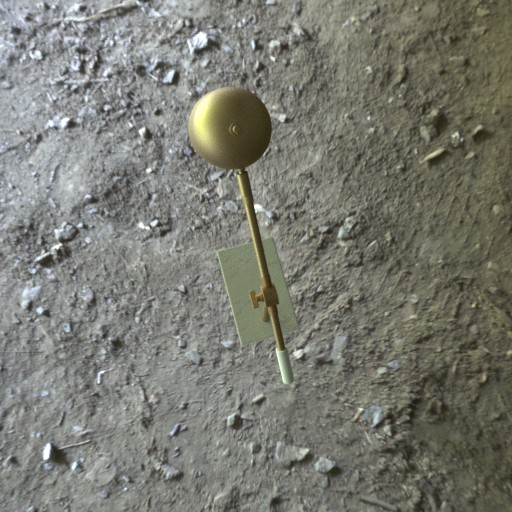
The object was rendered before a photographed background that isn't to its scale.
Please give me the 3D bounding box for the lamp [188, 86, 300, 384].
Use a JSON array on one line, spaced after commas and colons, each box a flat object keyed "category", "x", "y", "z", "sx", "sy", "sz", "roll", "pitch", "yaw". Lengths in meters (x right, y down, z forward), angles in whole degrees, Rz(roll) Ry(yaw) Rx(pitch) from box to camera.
[{"category": "lamp", "x": 0.000, "y": 0.000, "z": 0.814, "sx": 0.144, "sy": 0.603, "sz": 0.471, "roll": -15, "pitch": 76, "yaw": -4}]
